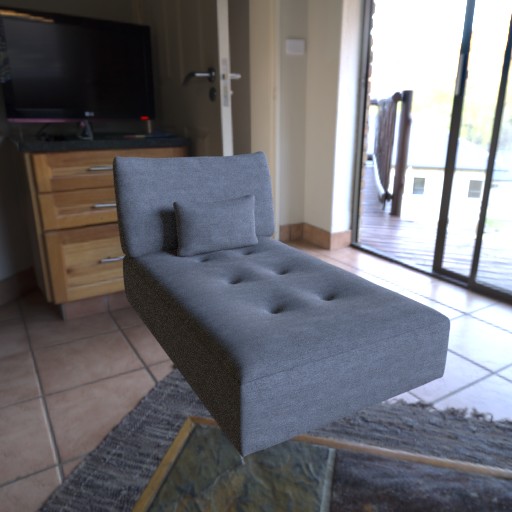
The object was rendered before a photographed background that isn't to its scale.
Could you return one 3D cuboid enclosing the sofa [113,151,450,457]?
[{"bbox_3d":[0.000,0.000,2.011,0.930,0.820,1.450,-10,20,-28],"label":"sofa"}]
